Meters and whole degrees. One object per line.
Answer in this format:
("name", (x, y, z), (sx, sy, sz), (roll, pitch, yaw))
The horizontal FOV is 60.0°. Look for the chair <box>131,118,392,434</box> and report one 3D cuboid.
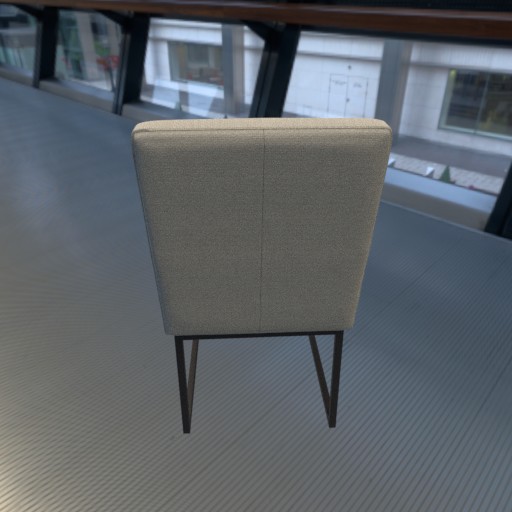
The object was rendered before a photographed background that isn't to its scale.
("chair", (0.000, 0.000, 1.330), (0.520, 0.930, 0.634), (-1, 30, -2))
